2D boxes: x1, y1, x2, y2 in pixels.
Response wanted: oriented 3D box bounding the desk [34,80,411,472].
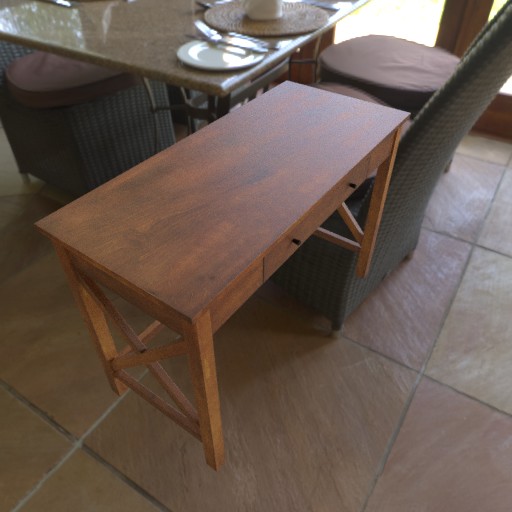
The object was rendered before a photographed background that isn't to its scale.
[{"bbox_3d":[0.000,0.000,1.543,0.508,0.762,1.117,26,48,26],"label":"desk"}]
